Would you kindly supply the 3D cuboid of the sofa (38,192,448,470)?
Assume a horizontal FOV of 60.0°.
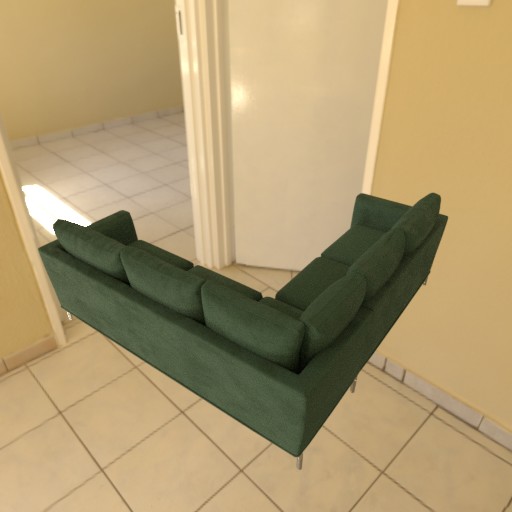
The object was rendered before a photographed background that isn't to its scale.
[{"bbox_3d":[0.000,0.000,3.817,2.452,1.004,2.468,22,38,30],"label":"sofa"}]
